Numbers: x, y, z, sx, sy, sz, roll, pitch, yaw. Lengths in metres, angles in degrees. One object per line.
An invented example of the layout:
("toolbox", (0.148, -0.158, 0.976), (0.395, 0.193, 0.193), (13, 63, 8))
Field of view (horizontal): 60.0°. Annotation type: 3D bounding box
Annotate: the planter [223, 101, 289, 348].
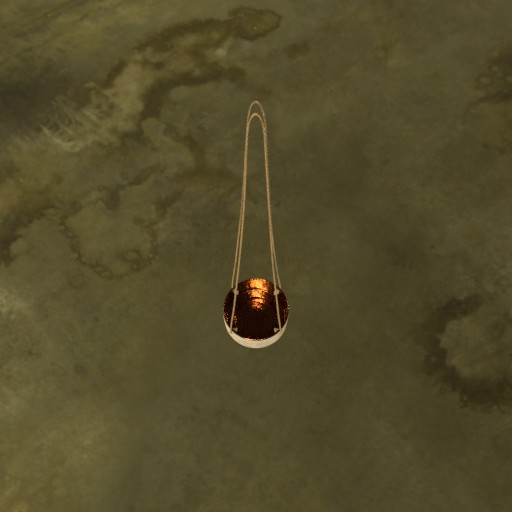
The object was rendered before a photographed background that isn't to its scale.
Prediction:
("planter", (0.000, 0.000, 1.139), (0.223, 1.030, 0.223), (1, 63, 0))
